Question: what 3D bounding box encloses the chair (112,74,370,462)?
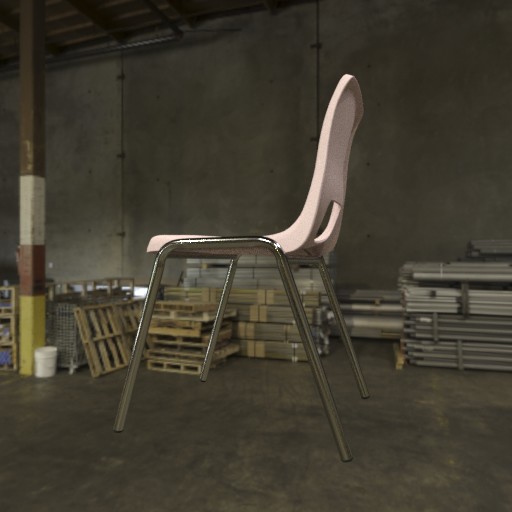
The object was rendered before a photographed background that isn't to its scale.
[{"bbox_3d":[0.000,0.000,0.927,0.436,0.653,0.381,0,-1,19],"label":"chair"}]
